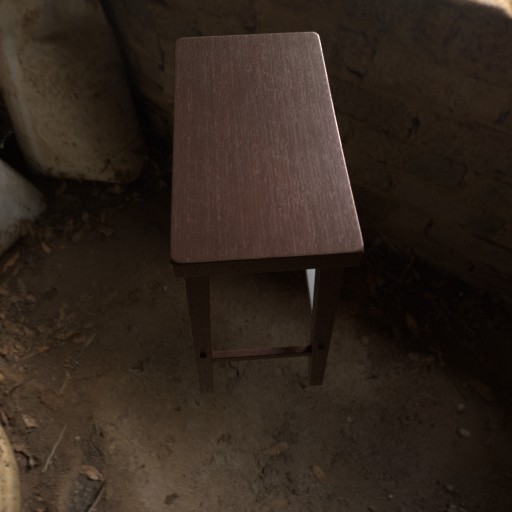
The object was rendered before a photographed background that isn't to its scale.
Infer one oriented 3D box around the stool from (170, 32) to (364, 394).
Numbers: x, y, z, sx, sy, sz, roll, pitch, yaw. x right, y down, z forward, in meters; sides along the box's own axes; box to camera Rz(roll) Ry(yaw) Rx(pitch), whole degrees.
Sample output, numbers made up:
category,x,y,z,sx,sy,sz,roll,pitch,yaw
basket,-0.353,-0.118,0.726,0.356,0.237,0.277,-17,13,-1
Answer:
category,x,y,z,sx,sy,sz,roll,pitch,yaw
stool,0.000,0.000,0.938,0.322,0.742,0.406,-4,62,-2
